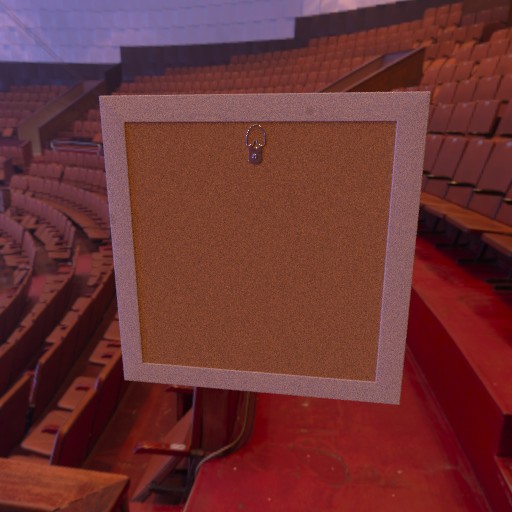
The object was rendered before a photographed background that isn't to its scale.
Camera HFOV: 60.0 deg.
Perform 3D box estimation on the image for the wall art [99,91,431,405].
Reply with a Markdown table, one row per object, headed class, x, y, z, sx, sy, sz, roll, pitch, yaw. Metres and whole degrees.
| class | x | y | z | sx | sy | sz | roll | pitch | yaw |
| --- | --- | --- | --- | --- | --- | --- | --- | --- | --- |
| wall art | 0.000 | 0.000 | 0.840 | 0.572 | 0.577 | 0.015 | 2 | 16 | 9 |
